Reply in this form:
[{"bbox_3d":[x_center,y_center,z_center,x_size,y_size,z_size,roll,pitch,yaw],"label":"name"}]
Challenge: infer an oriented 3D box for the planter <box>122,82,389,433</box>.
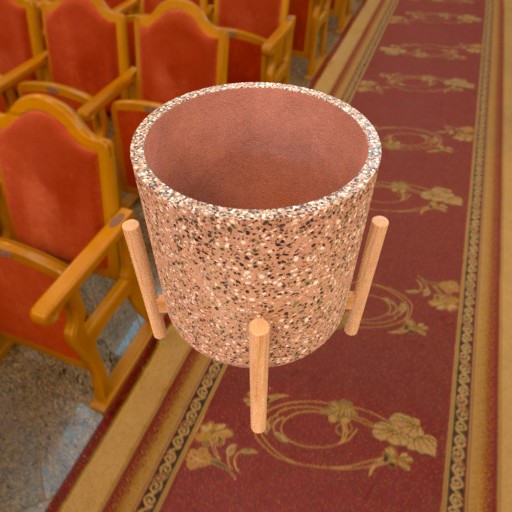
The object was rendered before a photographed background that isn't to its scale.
[{"bbox_3d":[0.000,0.000,0.694,0.360,0.419,0.360,16,48,15],"label":"planter"}]
